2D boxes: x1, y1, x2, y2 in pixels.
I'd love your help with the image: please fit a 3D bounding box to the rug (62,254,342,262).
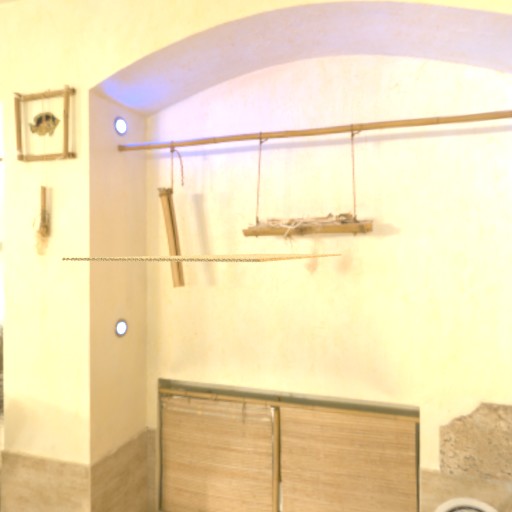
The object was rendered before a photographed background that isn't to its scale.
[{"bbox_3d":[0.000,0.000,2.821,0.795,0.015,2.544,0,1,17],"label":"rug"}]
